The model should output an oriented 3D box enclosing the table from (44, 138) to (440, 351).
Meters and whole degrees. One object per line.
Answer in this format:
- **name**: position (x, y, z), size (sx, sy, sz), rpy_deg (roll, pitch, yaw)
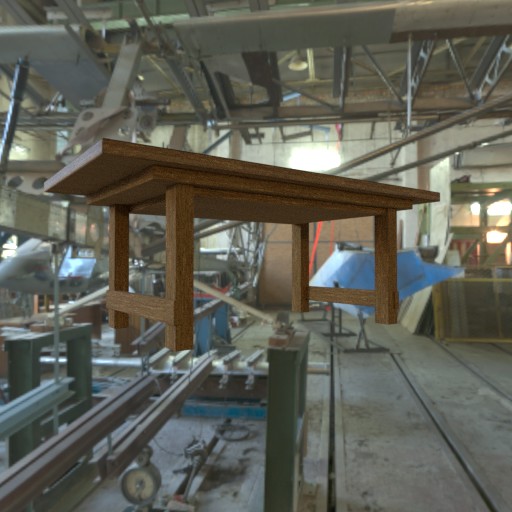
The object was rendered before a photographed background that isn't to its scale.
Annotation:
- **table**: position (0.000, 0.000, 2.457), size (1.982, 0.762, 1.000), rpy_deg (1, -1, -36)
